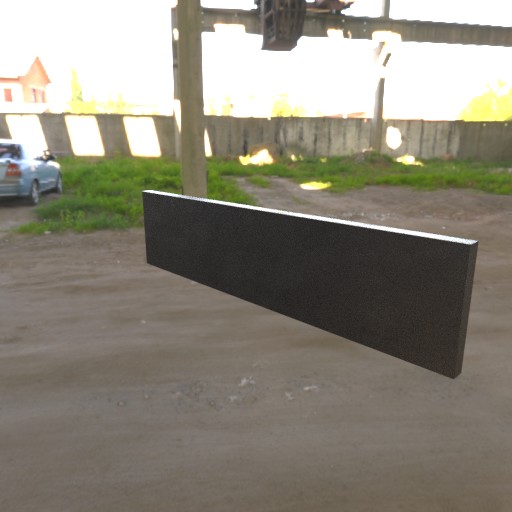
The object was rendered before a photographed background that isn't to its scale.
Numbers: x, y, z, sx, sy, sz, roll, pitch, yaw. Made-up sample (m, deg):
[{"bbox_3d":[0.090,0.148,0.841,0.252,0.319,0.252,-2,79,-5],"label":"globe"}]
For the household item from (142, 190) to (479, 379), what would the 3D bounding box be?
[{"bbox_3d":[0.000,0.000,1.080,0.030,0.236,1.001,-14,20,-42],"label":"household item"}]
